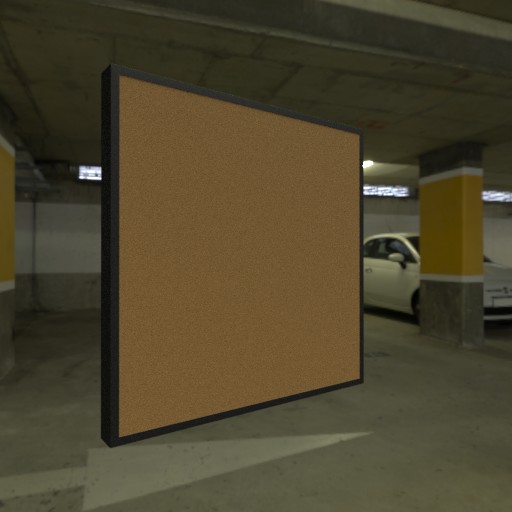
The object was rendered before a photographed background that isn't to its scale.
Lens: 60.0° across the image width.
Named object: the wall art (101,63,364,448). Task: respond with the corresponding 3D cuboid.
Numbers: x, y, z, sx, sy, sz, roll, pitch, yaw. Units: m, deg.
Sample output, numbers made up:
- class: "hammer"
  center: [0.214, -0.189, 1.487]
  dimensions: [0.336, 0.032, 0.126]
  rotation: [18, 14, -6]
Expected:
- class: "wall art"
  center: [0.000, 0.000, 0.754]
  dimensions: [0.509, 0.509, 0.040]
  rotation: [0, 0, -37]
